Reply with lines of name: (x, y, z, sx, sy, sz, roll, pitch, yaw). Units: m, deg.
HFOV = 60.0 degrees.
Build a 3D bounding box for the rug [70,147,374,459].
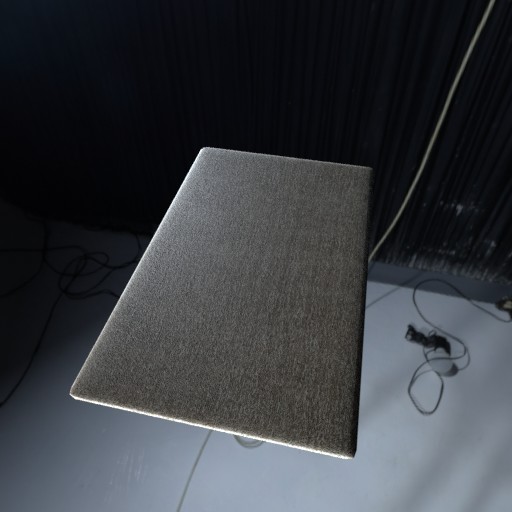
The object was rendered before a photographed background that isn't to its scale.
rug: (0.000, 0.000, 3.096, 1.539, 0.024, 2.469, 9, 47, 9)
